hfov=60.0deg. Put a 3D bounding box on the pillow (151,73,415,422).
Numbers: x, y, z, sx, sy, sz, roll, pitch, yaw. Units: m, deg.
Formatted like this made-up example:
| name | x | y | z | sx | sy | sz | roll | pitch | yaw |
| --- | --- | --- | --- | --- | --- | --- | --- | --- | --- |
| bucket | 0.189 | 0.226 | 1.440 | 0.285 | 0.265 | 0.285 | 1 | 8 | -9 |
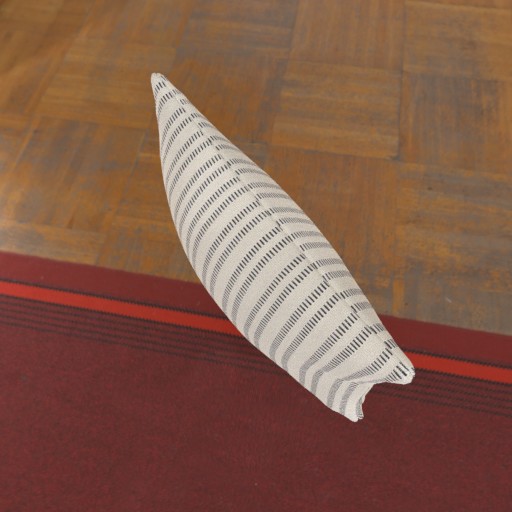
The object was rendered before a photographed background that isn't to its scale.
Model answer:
| name | x | y | z | sx | sy | sz | roll | pitch | yaw |
| --- | --- | --- | --- | --- | --- | --- | --- | --- | --- |
| pillow | 0.000 | 0.000 | 0.790 | 0.210 | 0.353 | 0.640 | -32 | 67 | -15 |
